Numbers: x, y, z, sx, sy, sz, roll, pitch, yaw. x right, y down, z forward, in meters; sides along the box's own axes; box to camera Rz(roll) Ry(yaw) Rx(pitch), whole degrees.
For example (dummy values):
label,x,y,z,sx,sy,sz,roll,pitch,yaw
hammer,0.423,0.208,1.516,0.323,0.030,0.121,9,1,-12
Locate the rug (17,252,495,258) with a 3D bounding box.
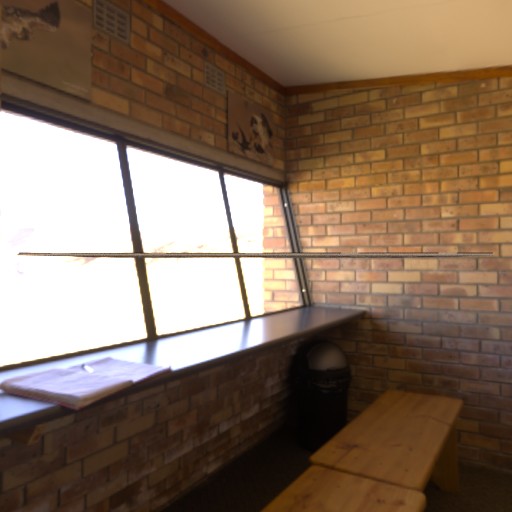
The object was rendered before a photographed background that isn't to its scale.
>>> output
label,x,y,z,sx,sy,sz,roll,pitch,yaw
rug,0.000,0.000,2.893,2.286,0.016,1.555,0,-1,0
